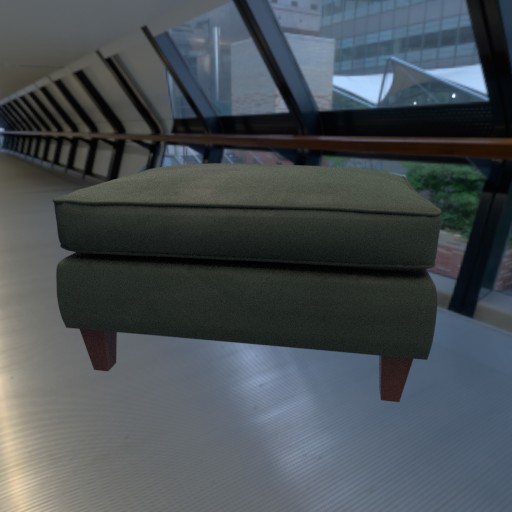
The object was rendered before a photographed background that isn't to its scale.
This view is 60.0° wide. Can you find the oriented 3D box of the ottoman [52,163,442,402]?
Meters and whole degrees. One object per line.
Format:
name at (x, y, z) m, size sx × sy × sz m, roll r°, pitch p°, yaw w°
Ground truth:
ottoman at (0.000, 0.000, 1.262) m, size 0.864 × 0.495 × 0.632 m, roll 3°, pitch 17°, yaw 10°
